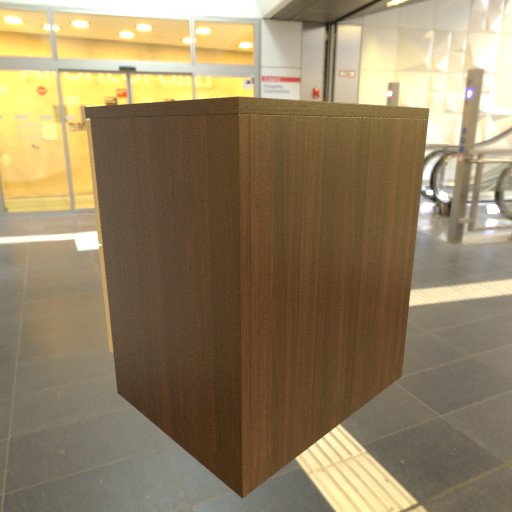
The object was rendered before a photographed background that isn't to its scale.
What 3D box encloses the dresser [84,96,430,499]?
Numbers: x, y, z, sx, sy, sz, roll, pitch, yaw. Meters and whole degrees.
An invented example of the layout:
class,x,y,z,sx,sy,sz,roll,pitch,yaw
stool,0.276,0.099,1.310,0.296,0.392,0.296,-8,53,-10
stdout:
class,x,y,z,sx,sy,sz,roll,pitch,yaw
dresser,0.000,0.000,0.741,0.400,0.470,0.360,-15,22,-42
